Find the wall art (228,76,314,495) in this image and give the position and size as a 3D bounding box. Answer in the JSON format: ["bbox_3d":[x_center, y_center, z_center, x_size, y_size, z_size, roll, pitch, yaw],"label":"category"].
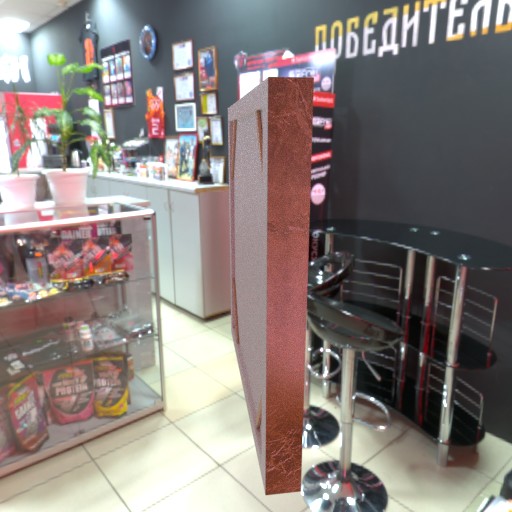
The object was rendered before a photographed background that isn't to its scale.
[{"bbox_3d":[0.000,0.000,0.605,0.038,0.407,0.405,-2,15,-8],"label":"wall art"}]
